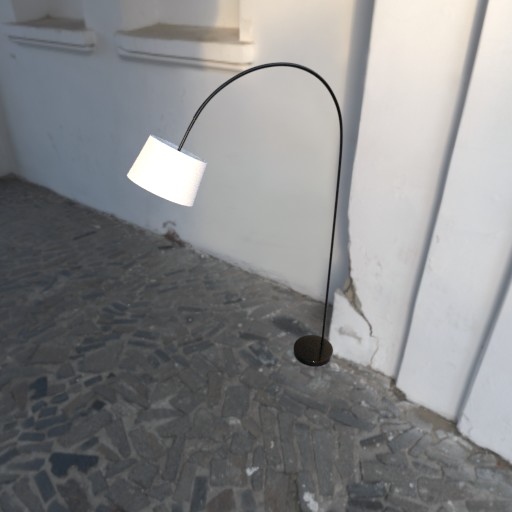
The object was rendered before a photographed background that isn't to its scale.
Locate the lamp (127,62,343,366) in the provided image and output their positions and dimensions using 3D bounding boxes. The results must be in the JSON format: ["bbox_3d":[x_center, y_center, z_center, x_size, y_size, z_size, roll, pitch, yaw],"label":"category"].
[{"bbox_3d":[0.000,0.000,2.628,1.363,2.104,0.331,-20,36,-29],"label":"lamp"}]
